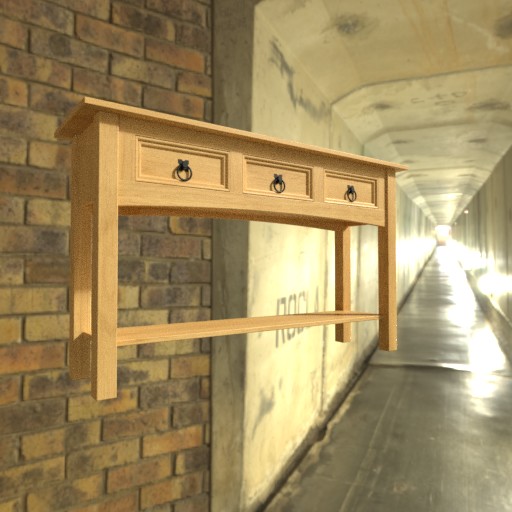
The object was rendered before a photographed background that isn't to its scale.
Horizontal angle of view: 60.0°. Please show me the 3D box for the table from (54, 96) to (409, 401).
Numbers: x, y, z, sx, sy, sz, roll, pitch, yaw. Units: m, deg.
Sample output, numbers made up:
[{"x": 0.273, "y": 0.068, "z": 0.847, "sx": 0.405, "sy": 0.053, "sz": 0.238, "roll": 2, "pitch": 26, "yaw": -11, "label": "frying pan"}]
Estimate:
[{"x": 0.000, "y": 0.000, "z": 1.538, "sx": 1.240, "sy": 0.730, "sz": 0.350, "roll": 1, "pitch": -2, "yaw": -35, "label": "table"}]
